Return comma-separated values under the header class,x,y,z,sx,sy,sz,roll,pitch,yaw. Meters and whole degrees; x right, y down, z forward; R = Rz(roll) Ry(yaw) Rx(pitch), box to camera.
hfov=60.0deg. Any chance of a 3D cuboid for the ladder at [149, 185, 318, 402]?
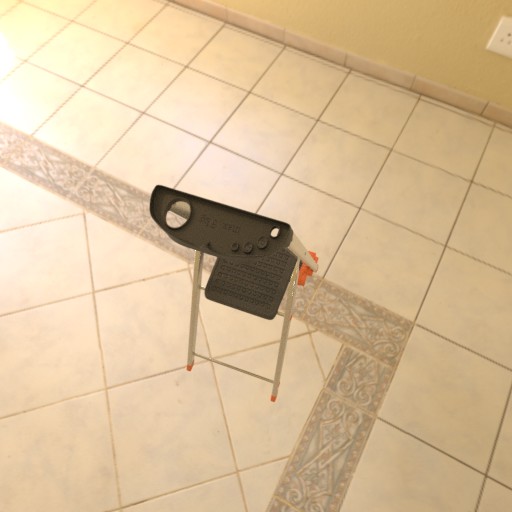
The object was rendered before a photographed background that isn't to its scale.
class,x,y,z,sx,sy,sz,roll,pitch,yaw
ladder,0.000,0.000,1.521,0.416,1.229,0.686,18,65,9
